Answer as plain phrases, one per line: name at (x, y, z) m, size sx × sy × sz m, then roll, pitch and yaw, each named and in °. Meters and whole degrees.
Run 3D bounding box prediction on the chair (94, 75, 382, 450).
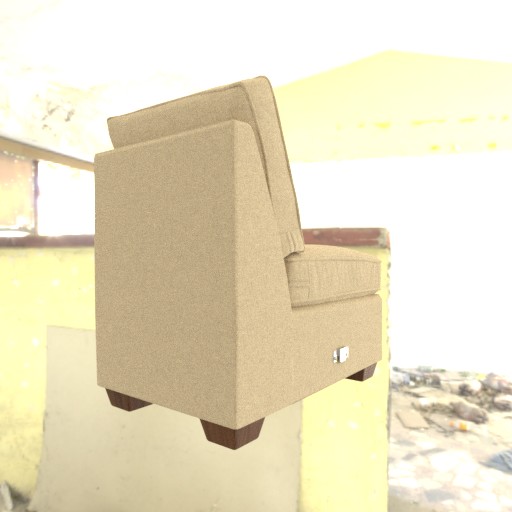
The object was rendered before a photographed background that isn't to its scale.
chair at (0.000, 0.000, 1.605) m, size 0.621 × 0.970 × 0.938 m, roll 0°, pitch 0°, yaw 38°
